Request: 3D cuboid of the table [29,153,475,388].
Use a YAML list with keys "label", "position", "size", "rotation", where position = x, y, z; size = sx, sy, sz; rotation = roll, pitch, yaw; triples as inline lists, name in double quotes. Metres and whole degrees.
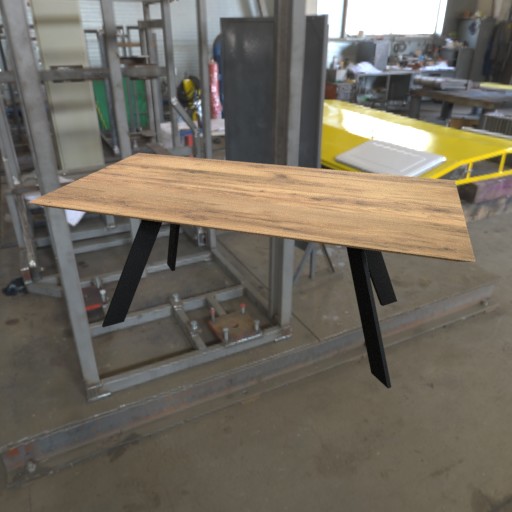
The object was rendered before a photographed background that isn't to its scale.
- label: "table"
  position: [0.000, 0.000, 2.487]
  size: [2.000, 0.770, 1.000]
  rotation: [8, 28, 16]
